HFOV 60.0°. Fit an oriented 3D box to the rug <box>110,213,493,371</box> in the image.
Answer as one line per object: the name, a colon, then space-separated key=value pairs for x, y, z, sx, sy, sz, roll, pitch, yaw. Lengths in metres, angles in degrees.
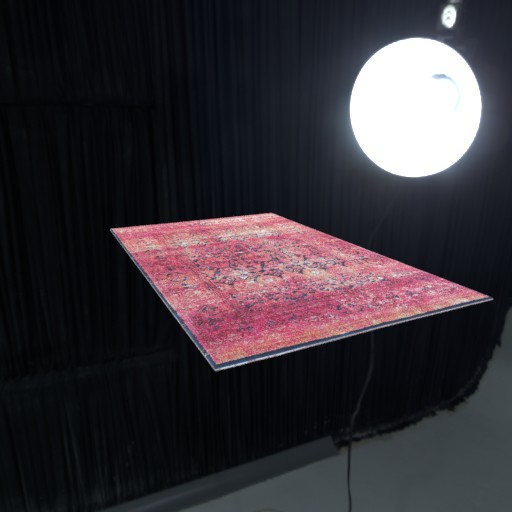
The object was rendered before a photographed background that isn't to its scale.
rug: x=0.000 y=0.000 z=3.009 sx=1.539 sy=0.018 sz=2.449 roll=-8 pitch=19 yaw=-25
